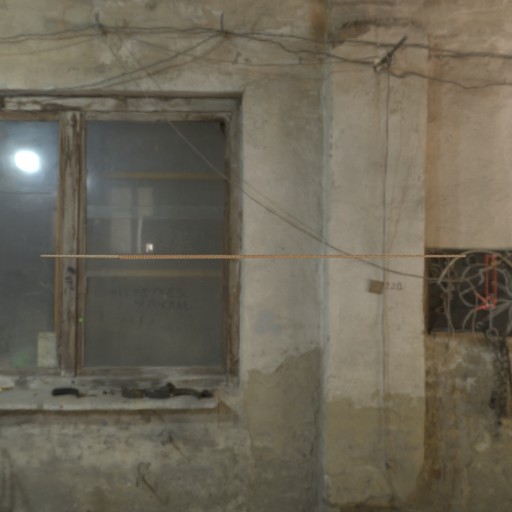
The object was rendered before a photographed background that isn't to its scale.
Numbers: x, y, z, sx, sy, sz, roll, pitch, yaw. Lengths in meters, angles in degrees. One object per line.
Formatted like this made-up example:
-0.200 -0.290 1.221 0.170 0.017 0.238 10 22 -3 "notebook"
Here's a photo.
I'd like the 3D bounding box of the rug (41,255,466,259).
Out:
0.000 0.000 2.841 2.294 0.014 1.528 0 0 -35 "rug"
